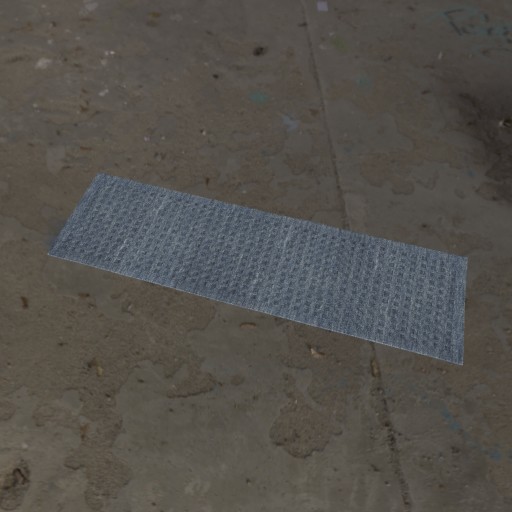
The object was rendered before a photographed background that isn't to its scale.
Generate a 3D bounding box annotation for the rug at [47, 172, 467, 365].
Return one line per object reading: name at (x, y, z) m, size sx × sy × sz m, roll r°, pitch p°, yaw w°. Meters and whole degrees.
rug at (0.000, 0.000, 2.666) m, size 2.443 × 0.008 × 0.688 m, roll 14°, pitch 59°, yaw 9°
